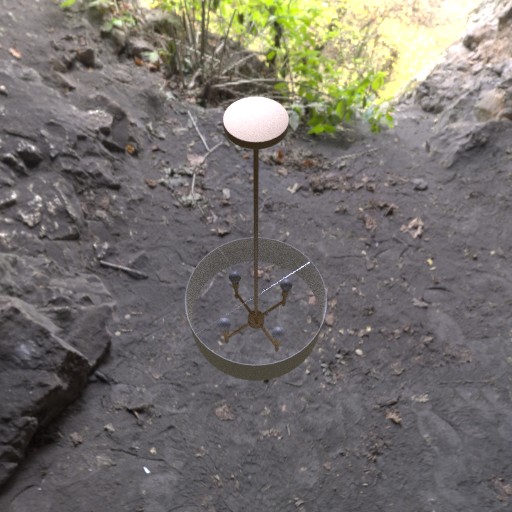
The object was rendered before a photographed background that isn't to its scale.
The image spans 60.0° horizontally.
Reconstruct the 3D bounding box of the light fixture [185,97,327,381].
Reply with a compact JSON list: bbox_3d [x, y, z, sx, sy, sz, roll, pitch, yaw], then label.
[{"bbox_3d":[0.000,0.000,1.357,0.508,1.067,0.508,0,58,0],"label":"light fixture"}]
